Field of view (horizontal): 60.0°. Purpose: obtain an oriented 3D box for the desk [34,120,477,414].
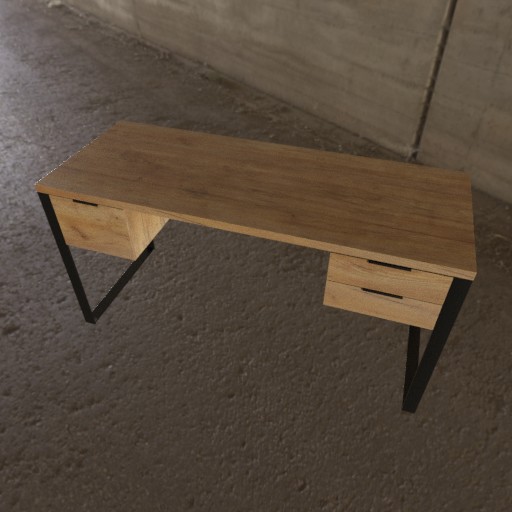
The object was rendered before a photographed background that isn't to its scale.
[{"bbox_3d":[0.000,0.000,1.904,1.520,0.760,0.600,12,42,14],"label":"desk"}]
